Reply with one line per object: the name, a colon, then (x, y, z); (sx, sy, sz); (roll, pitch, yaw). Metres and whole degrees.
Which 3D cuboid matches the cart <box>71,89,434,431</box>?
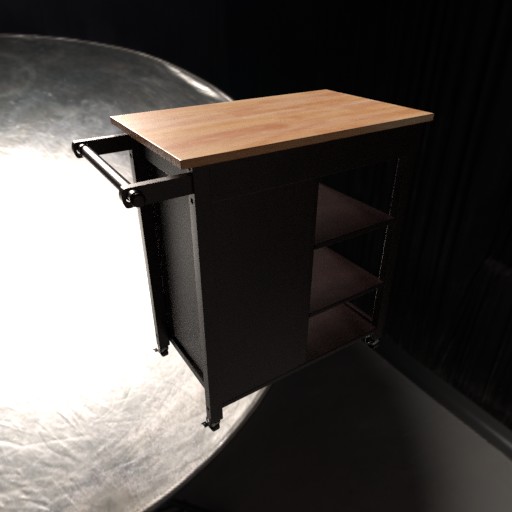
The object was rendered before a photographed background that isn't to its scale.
cart: (0.000, 0.000, 1.439); (0.914, 0.878, 0.472); (-18, 35, -28)
